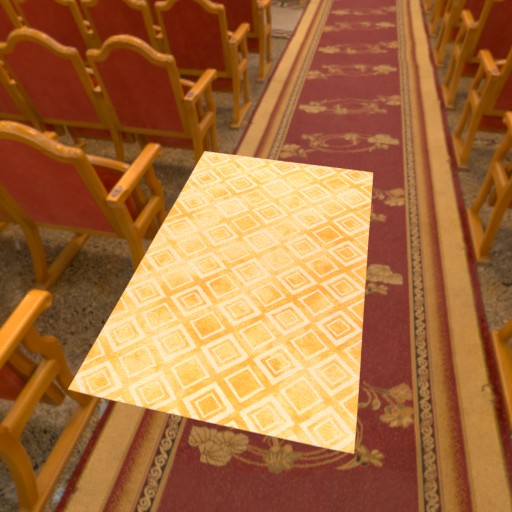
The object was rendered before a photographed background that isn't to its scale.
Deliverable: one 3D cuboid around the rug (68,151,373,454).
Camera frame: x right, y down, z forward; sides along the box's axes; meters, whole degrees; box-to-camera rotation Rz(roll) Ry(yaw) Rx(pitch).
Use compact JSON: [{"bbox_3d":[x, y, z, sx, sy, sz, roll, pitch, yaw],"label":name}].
[{"bbox_3d":[0.000,0.000,3.074,1.511,0.010,2.424,9,45,9],"label":"rug"}]
